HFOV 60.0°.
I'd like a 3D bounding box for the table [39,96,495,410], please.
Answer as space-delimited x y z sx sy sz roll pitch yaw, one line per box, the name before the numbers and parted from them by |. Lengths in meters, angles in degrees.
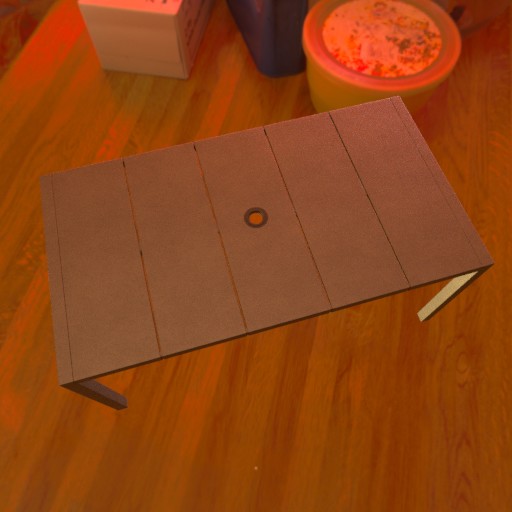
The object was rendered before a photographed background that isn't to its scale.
table | 0.000 0.000 2.146 1.680 0.735 0.914 -15 65 -7
